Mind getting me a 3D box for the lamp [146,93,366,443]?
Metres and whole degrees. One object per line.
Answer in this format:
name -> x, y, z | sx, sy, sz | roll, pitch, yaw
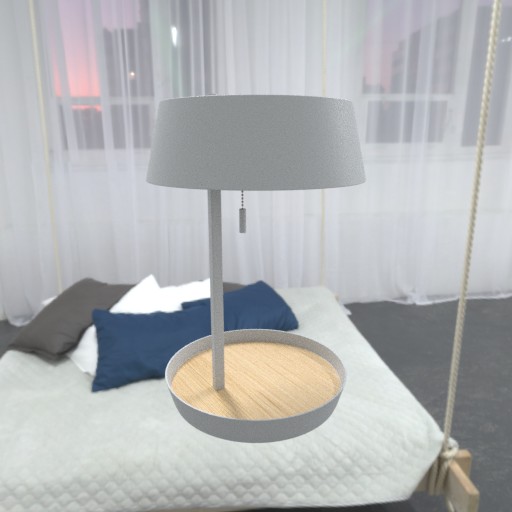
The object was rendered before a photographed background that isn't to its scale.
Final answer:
lamp -> 0.000, 0.000, 0.630 | 0.291, 0.429, 0.291 | 0, 15, 0
